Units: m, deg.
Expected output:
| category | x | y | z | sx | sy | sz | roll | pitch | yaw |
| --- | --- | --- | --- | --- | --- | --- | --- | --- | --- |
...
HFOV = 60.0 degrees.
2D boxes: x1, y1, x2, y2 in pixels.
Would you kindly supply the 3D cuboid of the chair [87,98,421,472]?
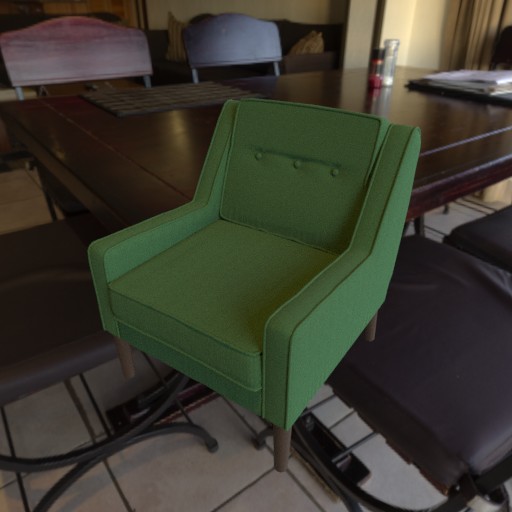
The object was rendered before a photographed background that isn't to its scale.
| category | x | y | z | sx | sy | sz | roll | pitch | yaw |
| --- | --- | --- | --- | --- | --- | --- | --- | --- | --- |
| chair | 0.000 | 0.000 | 1.330 | 0.663 | 0.792 | 0.743 | 19 | 36 | 29 |
